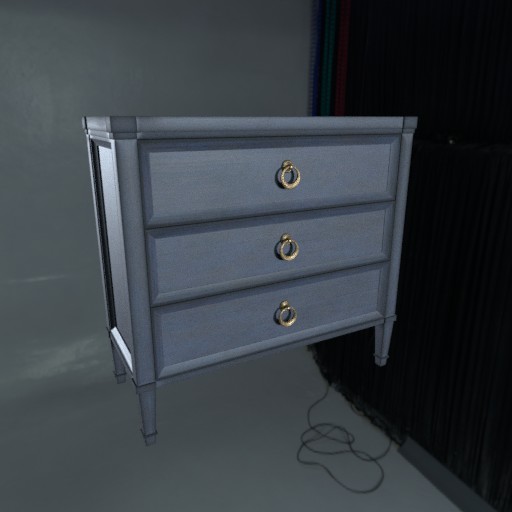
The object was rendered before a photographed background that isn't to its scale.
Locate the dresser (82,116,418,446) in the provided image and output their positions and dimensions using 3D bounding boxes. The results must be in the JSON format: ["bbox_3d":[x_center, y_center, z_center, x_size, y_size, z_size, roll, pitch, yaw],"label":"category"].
[{"bbox_3d":[0.000,0.000,1.644,1.049,0.986,0.463,-9,19,-27],"label":"dresser"}]
